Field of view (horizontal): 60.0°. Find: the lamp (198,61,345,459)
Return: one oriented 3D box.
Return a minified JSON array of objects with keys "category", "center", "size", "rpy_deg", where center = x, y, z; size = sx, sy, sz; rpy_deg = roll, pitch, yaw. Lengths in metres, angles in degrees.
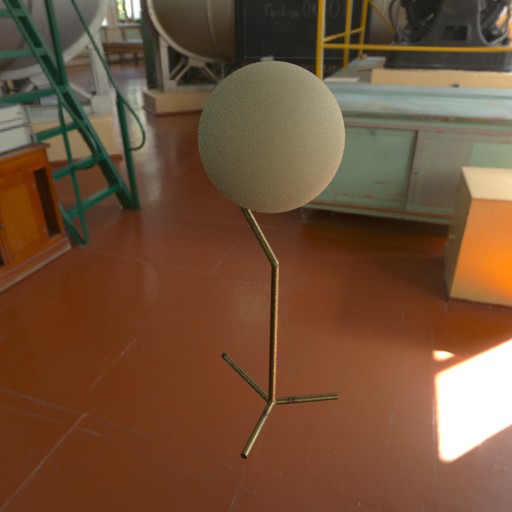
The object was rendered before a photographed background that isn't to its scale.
[{"category":"lamp","center":[0.000,0.000,0.678],"size":[0.210,0.552,0.251],"rpy_deg":[-20,34,-32]}]
